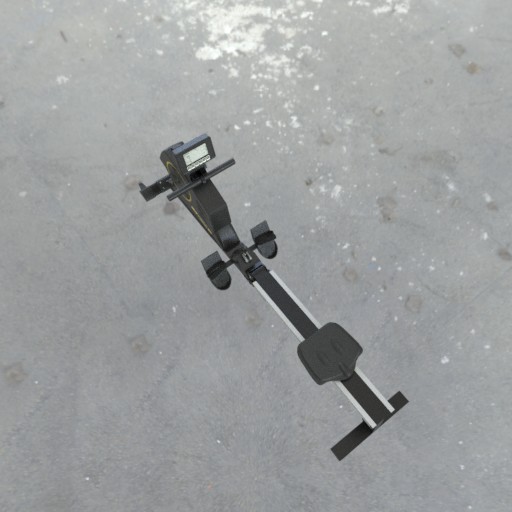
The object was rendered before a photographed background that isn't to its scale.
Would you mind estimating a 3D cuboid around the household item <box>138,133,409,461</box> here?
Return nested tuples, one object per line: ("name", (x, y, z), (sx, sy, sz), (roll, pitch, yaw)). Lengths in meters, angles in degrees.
("household item", (0.000, 0.000, 2.555), (0.521, 0.810, 2.251), (-33, 68, -15))
